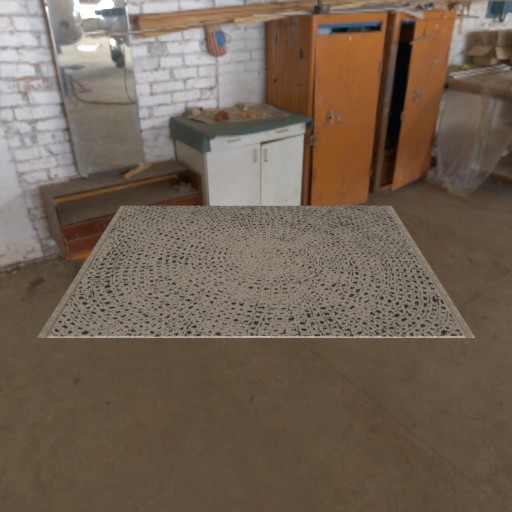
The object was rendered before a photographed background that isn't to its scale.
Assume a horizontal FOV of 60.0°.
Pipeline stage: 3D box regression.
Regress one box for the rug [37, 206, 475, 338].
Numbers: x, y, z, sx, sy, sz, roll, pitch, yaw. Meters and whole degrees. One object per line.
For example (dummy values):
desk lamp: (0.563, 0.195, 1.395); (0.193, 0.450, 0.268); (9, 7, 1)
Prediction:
rug: (0.000, 0.000, 2.165); (1.634, 0.003, 1.190); (0, 31, 0)
